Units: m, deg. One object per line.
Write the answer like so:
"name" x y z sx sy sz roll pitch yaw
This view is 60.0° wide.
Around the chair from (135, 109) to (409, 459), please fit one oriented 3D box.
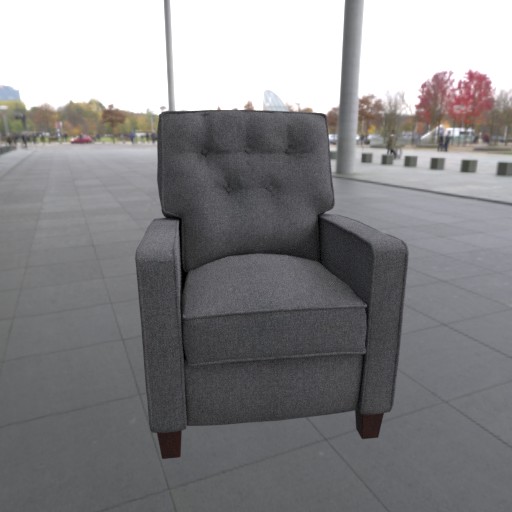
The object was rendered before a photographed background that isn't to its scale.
"chair" 0.000 0.000 1.379 0.650 0.889 0.775 -2 15 -8
